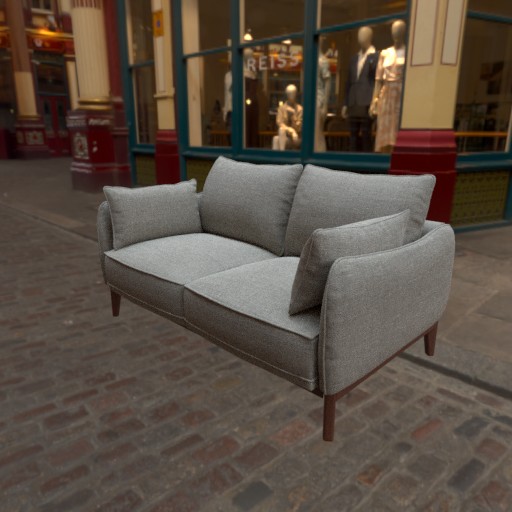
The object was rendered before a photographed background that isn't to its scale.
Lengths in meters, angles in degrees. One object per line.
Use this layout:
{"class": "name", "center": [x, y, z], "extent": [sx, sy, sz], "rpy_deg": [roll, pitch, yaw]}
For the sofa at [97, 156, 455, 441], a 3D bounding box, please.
{"class": "sofa", "center": [0.000, 0.000, 2.166], "extent": [1.580, 0.851, 0.972], "rpy_deg": [16, 23, 42]}
